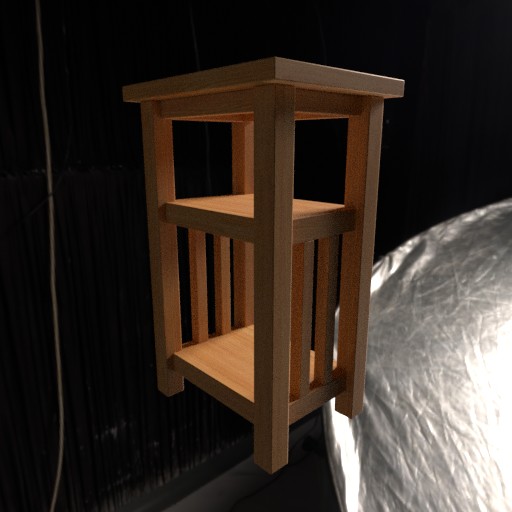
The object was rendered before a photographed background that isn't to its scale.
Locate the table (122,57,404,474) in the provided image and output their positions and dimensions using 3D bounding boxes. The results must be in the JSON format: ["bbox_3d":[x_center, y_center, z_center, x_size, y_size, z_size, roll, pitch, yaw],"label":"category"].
[{"bbox_3d":[0.000,0.000,0.752,0.270,0.550,0.350,-13,19,-41],"label":"table"}]
